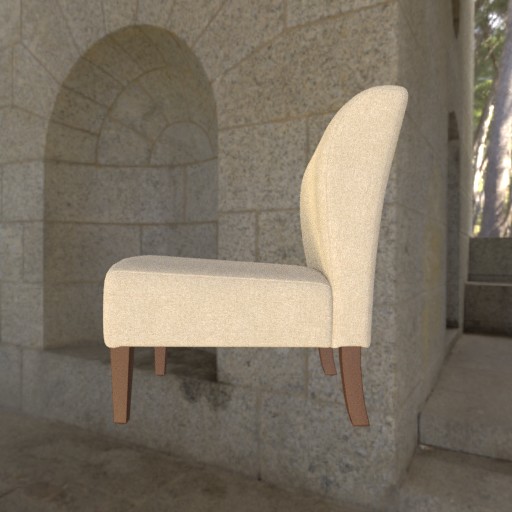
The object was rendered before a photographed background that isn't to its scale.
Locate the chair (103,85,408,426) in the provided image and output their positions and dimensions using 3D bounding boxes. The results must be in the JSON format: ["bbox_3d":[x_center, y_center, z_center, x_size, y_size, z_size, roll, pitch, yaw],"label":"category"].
[{"bbox_3d":[0.000,0.000,1.319,0.754,0.833,0.521,0,0,1],"label":"chair"}]
